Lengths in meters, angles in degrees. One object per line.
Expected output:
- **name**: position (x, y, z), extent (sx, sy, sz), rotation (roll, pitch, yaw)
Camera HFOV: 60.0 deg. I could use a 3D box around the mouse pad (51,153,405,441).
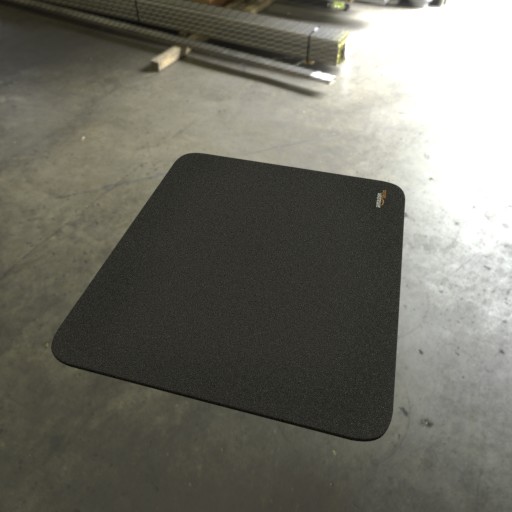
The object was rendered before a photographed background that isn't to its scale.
- **mouse pad**: position (0.000, 0.000, 0.320), extent (0.203, 0.003, 0.229), rotation (11, 47, 10)
